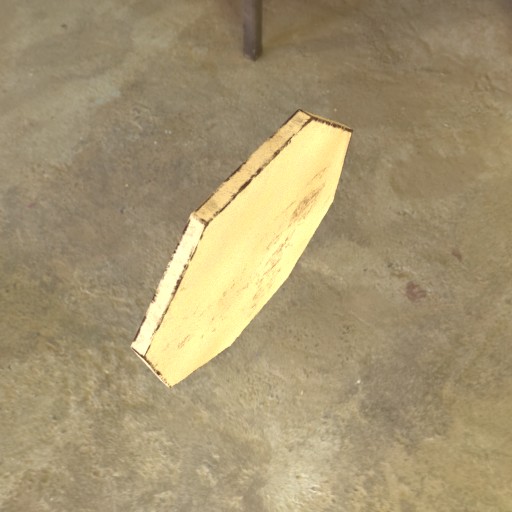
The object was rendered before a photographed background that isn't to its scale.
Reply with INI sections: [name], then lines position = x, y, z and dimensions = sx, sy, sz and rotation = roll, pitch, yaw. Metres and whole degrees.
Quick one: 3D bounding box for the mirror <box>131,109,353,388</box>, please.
[mirror]
position = 0.000, 0.000, 0.984
dimensions = 0.031, 0.648, 0.648
rotation = 35, 68, 17
